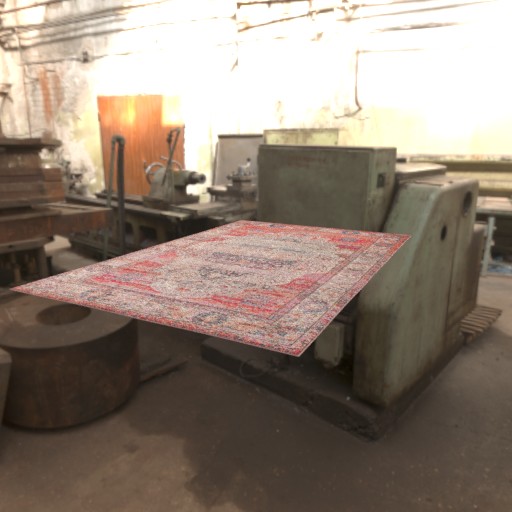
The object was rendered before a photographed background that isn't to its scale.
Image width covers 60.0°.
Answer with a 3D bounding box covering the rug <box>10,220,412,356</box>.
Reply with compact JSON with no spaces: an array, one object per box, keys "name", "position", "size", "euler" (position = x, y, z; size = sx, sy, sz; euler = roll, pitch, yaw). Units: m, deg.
[{"name":"rug","position":[0.000,0.000,2.239],"size":[1.219,0.006,1.829],"euler":[7,16,27]}]
